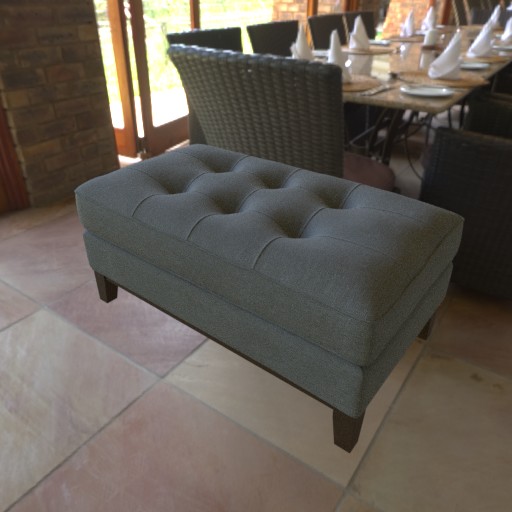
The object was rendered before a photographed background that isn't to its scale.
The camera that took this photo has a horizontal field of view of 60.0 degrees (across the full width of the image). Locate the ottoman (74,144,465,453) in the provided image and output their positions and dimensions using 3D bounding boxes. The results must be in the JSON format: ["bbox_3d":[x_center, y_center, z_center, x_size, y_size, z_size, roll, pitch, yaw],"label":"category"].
[{"bbox_3d":[0.000,0.000,1.514,1.143,0.514,0.648,22,37,32],"label":"ottoman"}]
